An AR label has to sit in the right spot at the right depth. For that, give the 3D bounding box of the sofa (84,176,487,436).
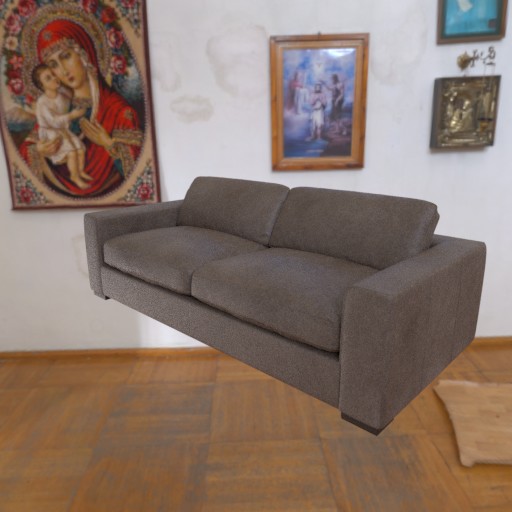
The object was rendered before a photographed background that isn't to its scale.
[{"bbox_3d":[0.000,0.000,2.662,2.262,0.801,1.070,15,22,41],"label":"sofa"}]
